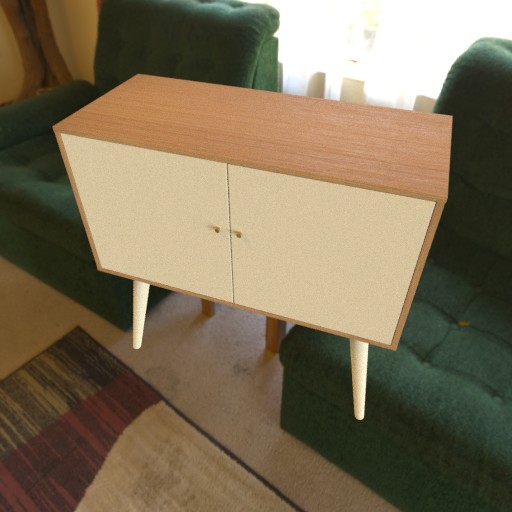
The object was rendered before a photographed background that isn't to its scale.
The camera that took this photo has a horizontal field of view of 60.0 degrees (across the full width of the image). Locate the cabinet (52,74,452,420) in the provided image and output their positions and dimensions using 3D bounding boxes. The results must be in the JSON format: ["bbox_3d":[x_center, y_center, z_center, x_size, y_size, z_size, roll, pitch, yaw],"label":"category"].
[{"bbox_3d":[0.000,0.000,1.602,1.057,1.016,0.470,13,43,15],"label":"cabinet"}]
